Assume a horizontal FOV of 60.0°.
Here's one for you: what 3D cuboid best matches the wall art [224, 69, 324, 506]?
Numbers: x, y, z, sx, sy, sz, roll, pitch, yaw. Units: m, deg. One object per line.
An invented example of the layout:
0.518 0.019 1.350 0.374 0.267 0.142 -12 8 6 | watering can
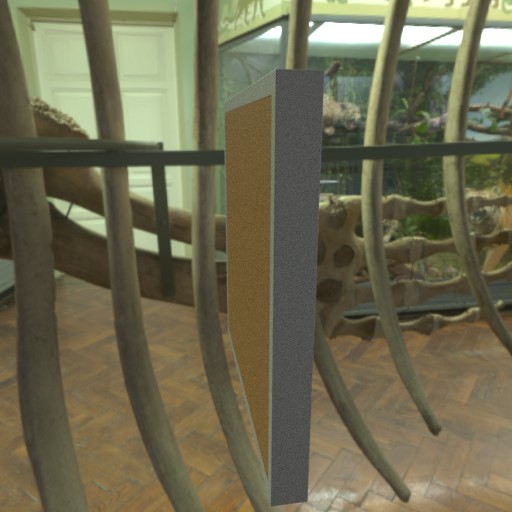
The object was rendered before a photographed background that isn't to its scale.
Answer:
0.000 0.000 0.584 0.038 0.406 0.406 -3 16 -9 | wall art
